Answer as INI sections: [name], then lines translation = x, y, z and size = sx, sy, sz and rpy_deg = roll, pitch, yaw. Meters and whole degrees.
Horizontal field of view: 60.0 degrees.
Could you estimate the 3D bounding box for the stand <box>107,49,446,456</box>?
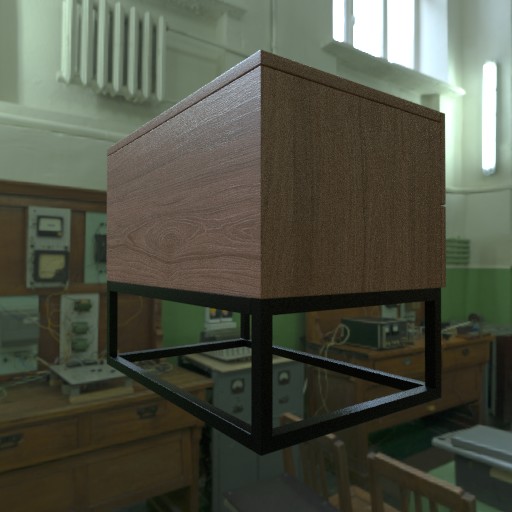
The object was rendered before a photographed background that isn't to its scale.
[stand]
translation = 0.000, 0.000, 0.907
size = 0.420, 0.500, 0.600
rpy_deg = 0, -1, -36
